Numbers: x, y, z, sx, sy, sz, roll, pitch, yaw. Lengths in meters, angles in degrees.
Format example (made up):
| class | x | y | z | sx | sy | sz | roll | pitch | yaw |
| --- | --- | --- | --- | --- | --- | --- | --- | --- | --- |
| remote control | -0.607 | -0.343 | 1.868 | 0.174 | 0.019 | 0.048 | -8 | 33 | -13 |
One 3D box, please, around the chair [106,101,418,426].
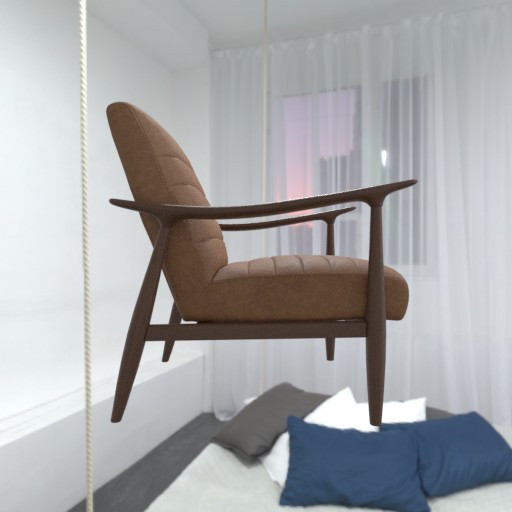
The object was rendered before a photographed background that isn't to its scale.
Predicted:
| class | x | y | z | sx | sy | sz | roll | pitch | yaw |
| --- | --- | --- | --- | --- | --- | --- | --- | --- | --- |
| chair | 0.000 | 0.000 | 1.425 | 0.798 | 0.832 | 0.741 | 0 | 1 | 0 |
